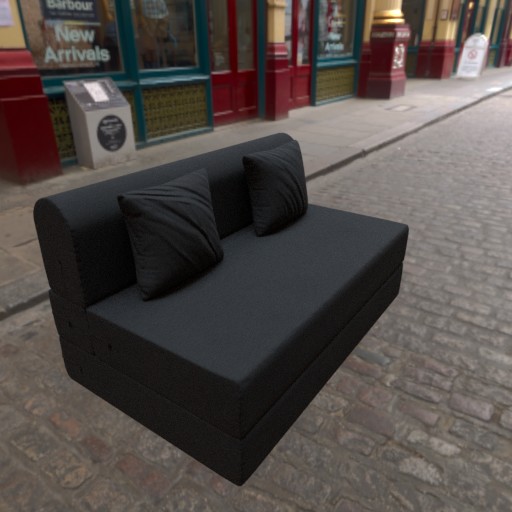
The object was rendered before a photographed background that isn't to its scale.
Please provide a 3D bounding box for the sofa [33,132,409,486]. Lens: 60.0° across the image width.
[{"bbox_3d":[0.000,0.000,1.649,0.762,0.670,1.225,17,30,31],"label":"sofa"}]
